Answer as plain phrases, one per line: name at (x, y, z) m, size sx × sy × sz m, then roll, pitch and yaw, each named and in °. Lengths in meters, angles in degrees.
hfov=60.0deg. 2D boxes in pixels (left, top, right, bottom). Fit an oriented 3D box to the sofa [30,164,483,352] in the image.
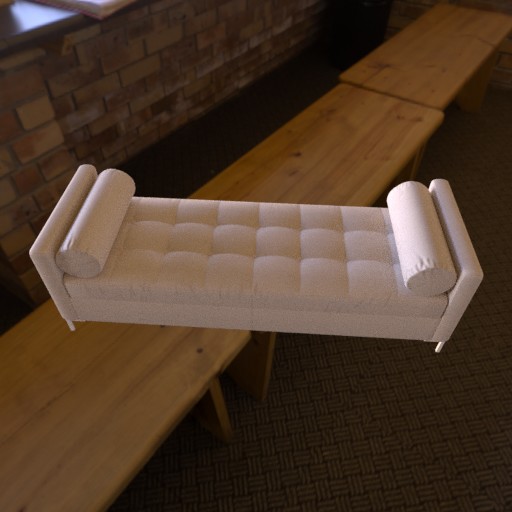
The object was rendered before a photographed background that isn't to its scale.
sofa at (0.000, 0.000, 2.360) m, size 1.981 × 0.635 × 0.686 m, roll 3°, pitch 46°, yaw 3°
